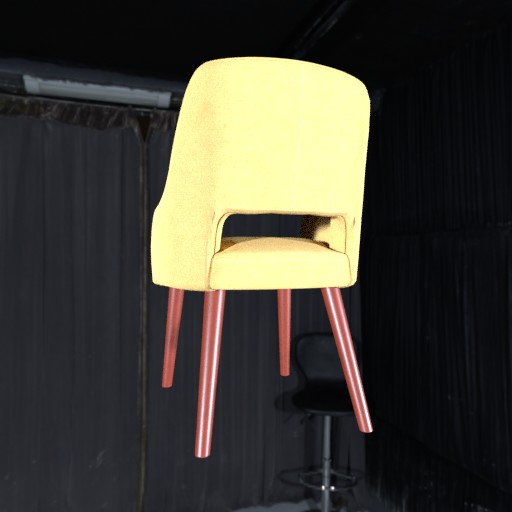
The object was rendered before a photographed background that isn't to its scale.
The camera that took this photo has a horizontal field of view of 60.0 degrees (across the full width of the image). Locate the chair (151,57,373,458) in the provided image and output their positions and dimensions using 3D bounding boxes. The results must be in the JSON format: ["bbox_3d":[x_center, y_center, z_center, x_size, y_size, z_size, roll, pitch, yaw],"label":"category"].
[{"bbox_3d":[0.000,0.000,1.237,0.548,0.849,0.605,0,0,-19],"label":"chair"}]
